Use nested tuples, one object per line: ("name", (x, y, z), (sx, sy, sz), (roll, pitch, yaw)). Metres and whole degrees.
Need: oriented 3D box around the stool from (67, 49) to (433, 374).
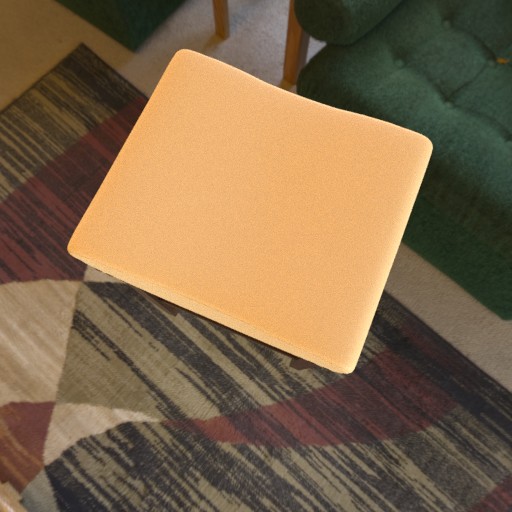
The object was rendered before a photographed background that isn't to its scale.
("stool", (0.000, 0.000, 1.044), (0.471, 0.762, 0.401), (22, 76, 6))
